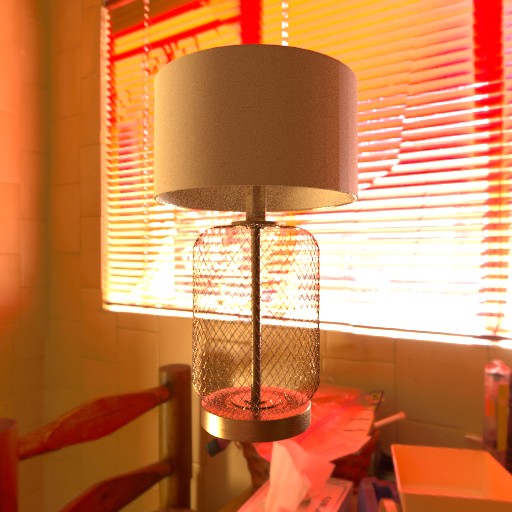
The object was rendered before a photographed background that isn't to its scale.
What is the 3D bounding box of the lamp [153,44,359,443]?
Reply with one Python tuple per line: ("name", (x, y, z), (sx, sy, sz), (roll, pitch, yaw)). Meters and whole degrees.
("lamp", (0.000, 0.000, 0.780), (0.353, 0.578, 0.353), (0, 0, 0))
